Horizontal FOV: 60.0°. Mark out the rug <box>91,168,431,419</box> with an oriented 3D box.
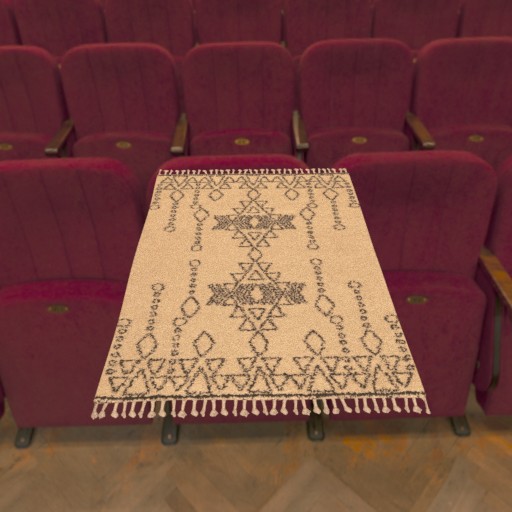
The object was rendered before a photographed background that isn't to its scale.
[{"bbox_3d":[0.000,0.000,3.876,2.125,0.028,3.027,-1,41,-1],"label":"rug"}]
